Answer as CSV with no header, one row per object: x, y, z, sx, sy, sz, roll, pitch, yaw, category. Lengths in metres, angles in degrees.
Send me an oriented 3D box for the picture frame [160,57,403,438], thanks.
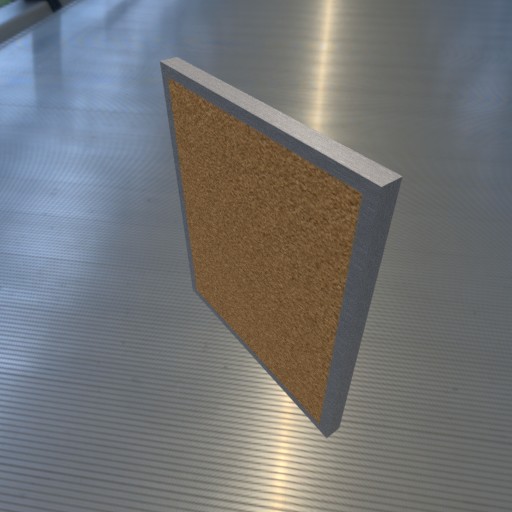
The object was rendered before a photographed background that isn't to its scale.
0.000,0.000,0.541,0.027,0.378,0.327,-27,48,-27,picture frame
